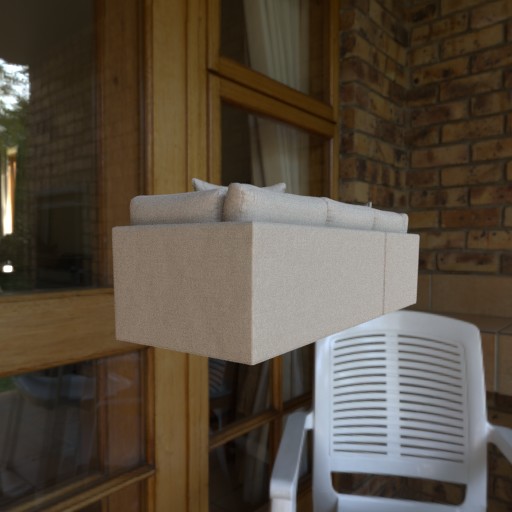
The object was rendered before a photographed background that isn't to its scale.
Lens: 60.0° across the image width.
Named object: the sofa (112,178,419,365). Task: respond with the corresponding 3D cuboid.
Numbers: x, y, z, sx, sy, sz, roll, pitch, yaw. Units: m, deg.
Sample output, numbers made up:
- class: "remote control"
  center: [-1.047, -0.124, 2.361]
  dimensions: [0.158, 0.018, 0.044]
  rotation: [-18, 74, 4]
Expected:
- class: "sofa"
  center: [0.000, 0.000, 3.828]
  dimensions: [1.994, 0.978, 2.896]
  rotation: [1, 1, 35]
